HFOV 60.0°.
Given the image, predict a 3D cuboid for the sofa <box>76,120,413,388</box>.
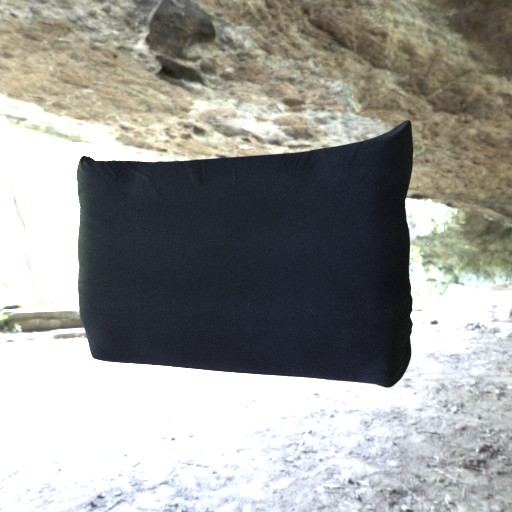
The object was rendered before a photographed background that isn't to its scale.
[{"bbox_3d":[0.000,0.000,1.714,1.122,0.778,0.849,0,0,17],"label":"sofa"}]
